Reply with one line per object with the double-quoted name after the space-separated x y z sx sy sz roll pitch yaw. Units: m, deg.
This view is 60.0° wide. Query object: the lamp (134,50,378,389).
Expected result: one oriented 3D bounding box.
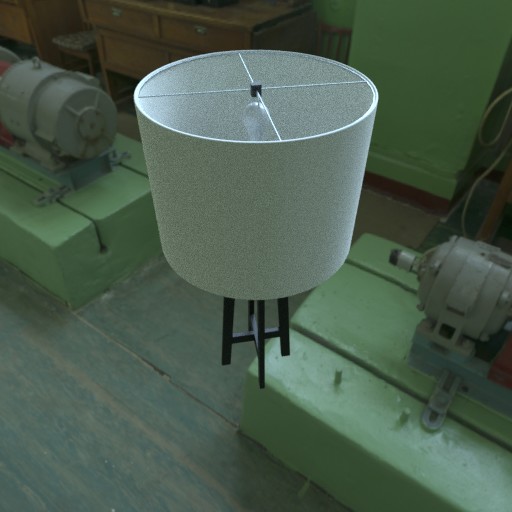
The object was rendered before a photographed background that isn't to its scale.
0.000 0.000 0.634 0.257 0.489 0.257 25 47 25 "lamp"
